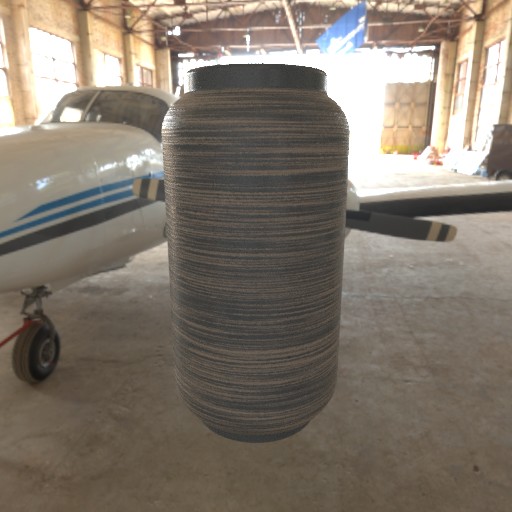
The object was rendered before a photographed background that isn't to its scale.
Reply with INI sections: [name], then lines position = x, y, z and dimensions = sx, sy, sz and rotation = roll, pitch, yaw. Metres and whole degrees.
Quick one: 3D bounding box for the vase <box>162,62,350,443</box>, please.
[vase]
position = 0.000, 0.000, 0.299
dimensions = 0.116, 0.230, 0.116
rotation = 0, 15, 0
